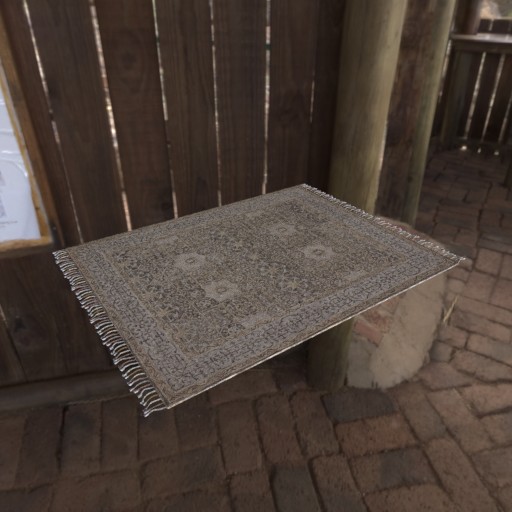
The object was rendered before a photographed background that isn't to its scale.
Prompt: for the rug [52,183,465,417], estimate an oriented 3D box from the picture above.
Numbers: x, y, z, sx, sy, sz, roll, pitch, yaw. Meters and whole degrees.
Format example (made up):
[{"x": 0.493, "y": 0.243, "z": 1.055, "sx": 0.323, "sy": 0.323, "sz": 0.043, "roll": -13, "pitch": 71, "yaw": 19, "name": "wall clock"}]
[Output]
[{"x": 0.000, "y": 0.000, "z": 4.346, "sx": 3.291, "sy": 0.017, "sz": 2.431, "roll": -19, "pitch": 36, "yaw": -29, "name": "rug"}]
